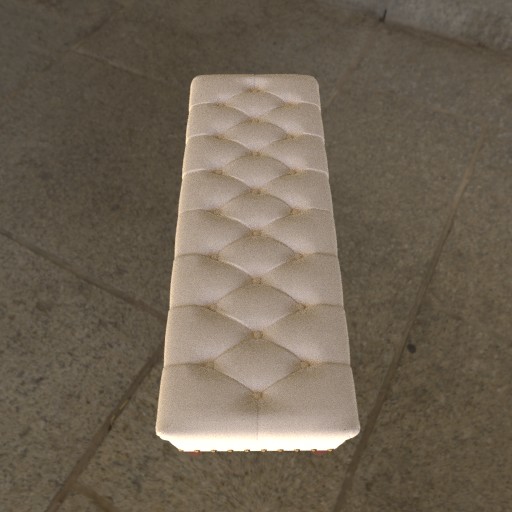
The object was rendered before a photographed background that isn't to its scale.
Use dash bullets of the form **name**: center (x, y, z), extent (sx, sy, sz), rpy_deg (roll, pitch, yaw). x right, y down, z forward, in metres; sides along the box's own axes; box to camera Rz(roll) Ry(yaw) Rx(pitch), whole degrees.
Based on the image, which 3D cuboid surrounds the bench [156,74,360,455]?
- **bench**: center (0.000, 0.000, 1.284), extent (0.400, 0.470, 1.054), rpy_deg (0, 59, 0)
